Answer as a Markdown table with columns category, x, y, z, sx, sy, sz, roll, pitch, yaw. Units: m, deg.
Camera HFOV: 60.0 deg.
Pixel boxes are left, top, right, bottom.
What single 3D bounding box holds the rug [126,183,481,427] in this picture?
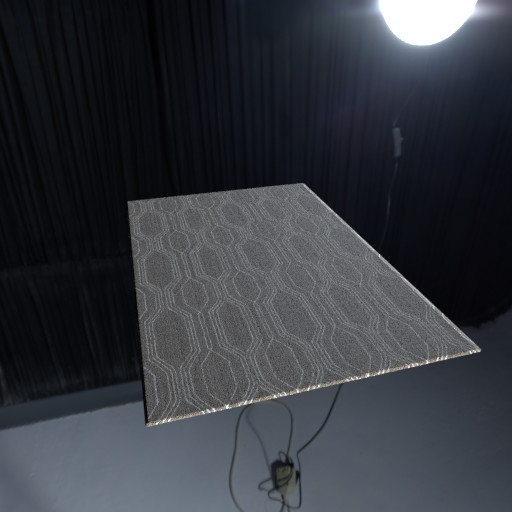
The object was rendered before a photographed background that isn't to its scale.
| category | x | y | z | sx | sy | sz | roll | pitch | yaw |
| --- | --- | --- | --- | --- | --- | --- | --- | --- | --- |
| rug | 0.000 | 0.000 | 2.279 | 1.239 | 0.012 | 1.836 | -8 | 31 | -14 |
